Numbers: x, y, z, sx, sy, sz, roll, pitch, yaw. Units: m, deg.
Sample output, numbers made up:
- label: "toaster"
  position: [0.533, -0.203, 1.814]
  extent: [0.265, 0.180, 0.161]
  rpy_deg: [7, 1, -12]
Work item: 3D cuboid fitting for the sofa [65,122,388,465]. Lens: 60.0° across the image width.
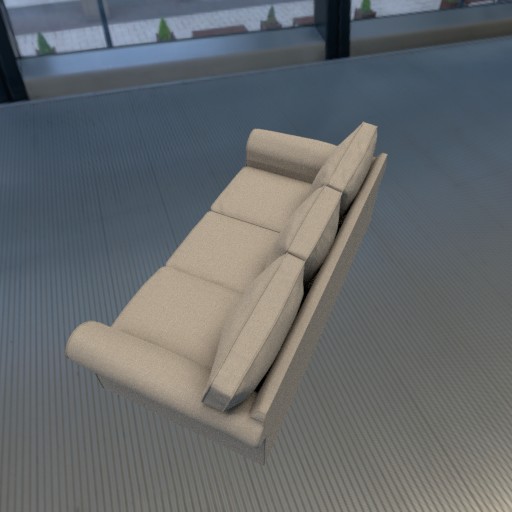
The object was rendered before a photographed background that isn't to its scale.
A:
- label: "sofa"
  position: [0.000, 0.000, 2.630]
  extent: [0.998, 0.889, 2.118]
  rpy_deg: [19, 49, 17]
